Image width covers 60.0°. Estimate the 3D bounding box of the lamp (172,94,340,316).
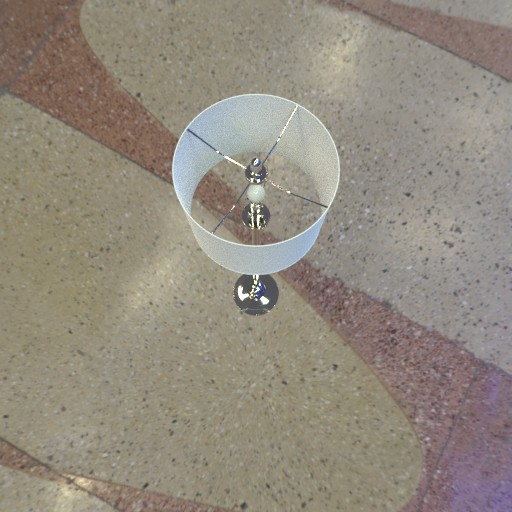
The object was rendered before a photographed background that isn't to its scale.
[{"bbox_3d":[0.000,0.000,1.635,0.356,1.487,0.356,30,77,8],"label":"lamp"}]
